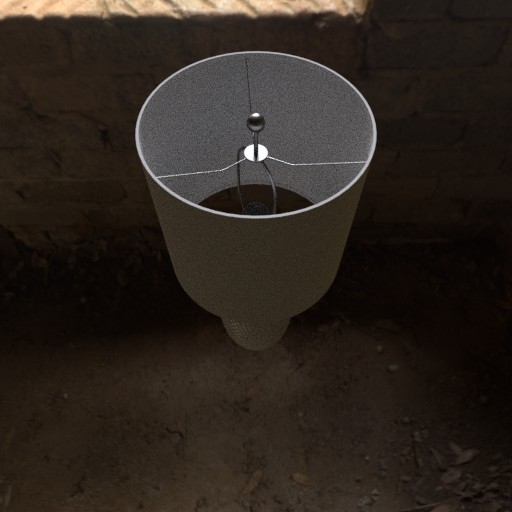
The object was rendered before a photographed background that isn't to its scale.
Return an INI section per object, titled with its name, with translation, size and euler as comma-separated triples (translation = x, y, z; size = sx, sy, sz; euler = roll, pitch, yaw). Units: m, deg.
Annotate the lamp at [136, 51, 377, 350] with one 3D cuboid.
[lamp]
translation = 0.000, 0.000, 0.589
size = 0.214, 0.466, 0.214
euler = -31, 63, -18
